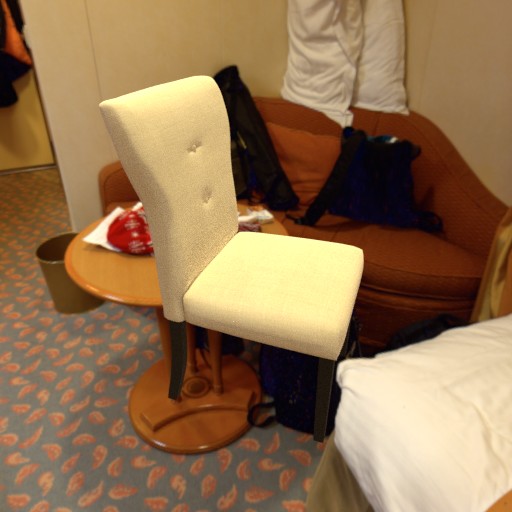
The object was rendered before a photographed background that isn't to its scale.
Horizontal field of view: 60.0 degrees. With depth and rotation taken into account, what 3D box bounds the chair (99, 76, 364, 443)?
[{"bbox_3d":[0.000,0.000,1.302,0.597,0.921,0.509,10,31,17],"label":"chair"}]
